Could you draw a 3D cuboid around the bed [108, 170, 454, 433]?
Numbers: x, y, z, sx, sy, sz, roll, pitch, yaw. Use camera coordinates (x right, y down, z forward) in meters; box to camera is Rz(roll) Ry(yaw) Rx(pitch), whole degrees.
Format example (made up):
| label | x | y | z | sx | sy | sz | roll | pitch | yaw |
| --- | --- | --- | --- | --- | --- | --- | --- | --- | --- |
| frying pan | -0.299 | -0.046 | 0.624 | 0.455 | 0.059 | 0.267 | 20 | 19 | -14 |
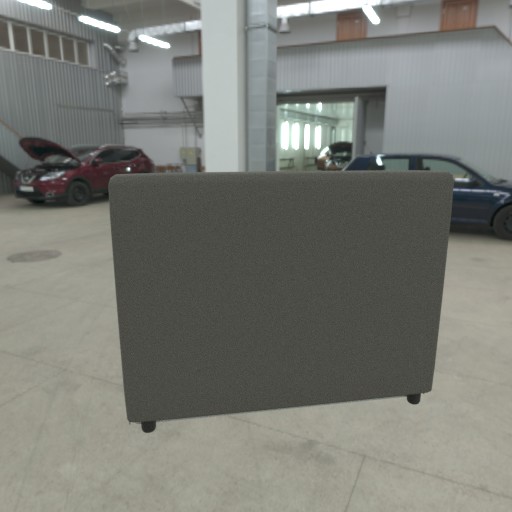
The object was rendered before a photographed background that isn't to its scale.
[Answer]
| label | x | y | z | sx | sy | sz | roll | pitch | yaw |
| --- | --- | --- | --- | --- | --- | --- | --- | --- | --- |
| bed | 0.000 | 0.000 | 3.241 | 1.748 | 1.330 | 2.142 | -2 | 14 | -10 |
